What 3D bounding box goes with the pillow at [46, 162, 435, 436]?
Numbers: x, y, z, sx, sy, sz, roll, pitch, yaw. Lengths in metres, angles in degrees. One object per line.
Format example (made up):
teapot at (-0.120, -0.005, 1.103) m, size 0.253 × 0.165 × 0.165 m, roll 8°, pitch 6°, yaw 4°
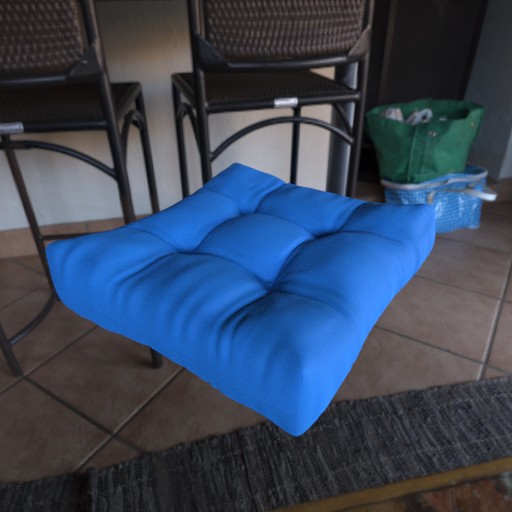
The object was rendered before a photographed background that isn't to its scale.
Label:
pillow at (0.000, 0.000, 0.739) m, size 0.468 × 0.128 × 0.490 m, roll 19°, pitch 36°, yaw 29°
